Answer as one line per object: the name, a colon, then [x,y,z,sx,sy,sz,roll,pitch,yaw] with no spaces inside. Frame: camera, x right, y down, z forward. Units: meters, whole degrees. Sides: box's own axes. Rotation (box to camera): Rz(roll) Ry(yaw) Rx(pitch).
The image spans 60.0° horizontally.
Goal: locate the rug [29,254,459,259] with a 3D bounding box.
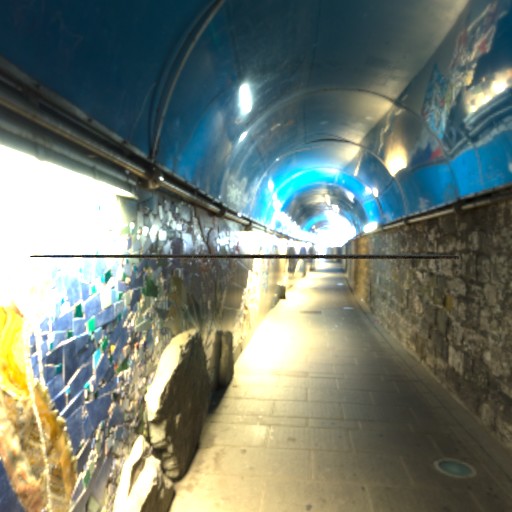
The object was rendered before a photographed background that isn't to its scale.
rug: [0.000,0.000,2.213,1.752,0.013,1.158,0,0,19]
